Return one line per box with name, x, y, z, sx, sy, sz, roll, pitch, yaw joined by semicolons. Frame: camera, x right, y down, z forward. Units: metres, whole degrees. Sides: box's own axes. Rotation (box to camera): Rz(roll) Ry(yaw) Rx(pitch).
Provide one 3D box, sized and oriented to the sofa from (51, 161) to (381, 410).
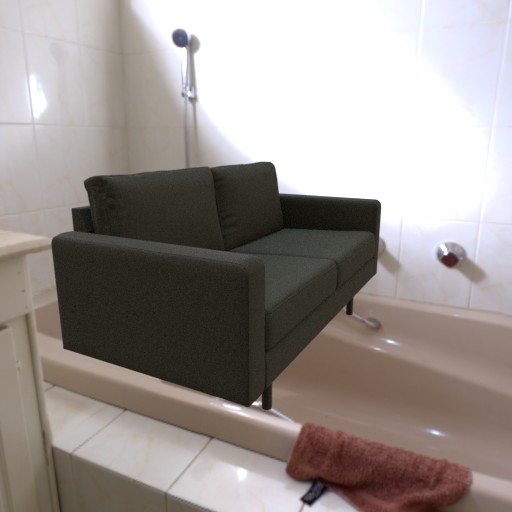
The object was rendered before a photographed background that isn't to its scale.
sofa;0.000;0.000;2.289;0.889;0.897;1.730;8;16;27
